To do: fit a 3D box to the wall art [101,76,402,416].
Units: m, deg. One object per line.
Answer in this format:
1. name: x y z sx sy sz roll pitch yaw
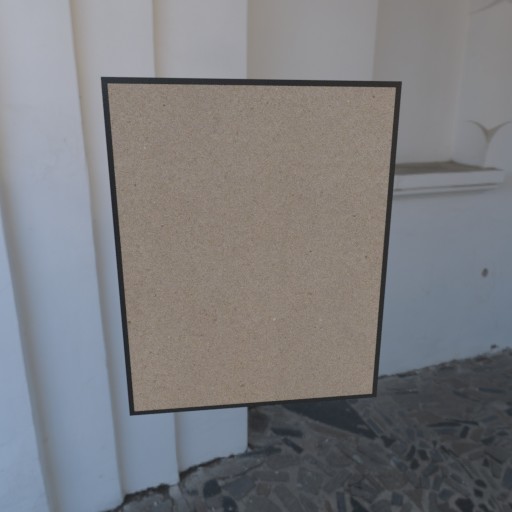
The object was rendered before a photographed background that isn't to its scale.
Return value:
1. wall art: 0.000 0.000 0.744 0.448 0.551 0.038 -2 15 -7
